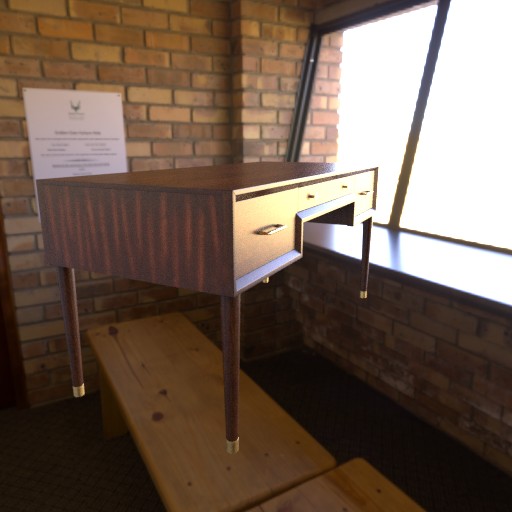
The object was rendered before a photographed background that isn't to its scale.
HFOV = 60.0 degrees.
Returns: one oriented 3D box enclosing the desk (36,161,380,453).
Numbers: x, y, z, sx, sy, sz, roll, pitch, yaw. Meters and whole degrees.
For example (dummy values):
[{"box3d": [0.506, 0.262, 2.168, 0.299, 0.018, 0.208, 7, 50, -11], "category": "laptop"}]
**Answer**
[{"box3d": [0.000, 0.000, 1.987, 0.724, 0.762, 1.575, 7, 16, 27], "category": "desk"}]
